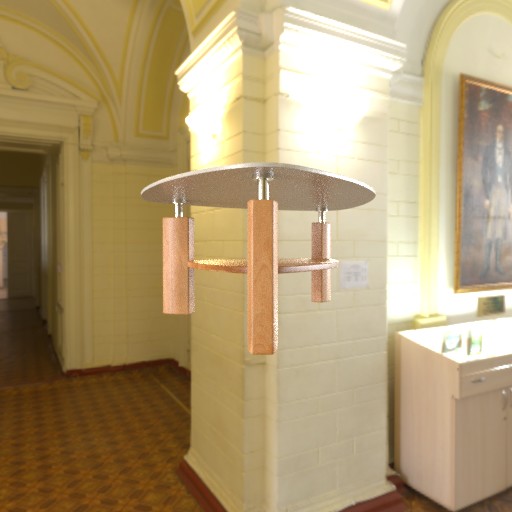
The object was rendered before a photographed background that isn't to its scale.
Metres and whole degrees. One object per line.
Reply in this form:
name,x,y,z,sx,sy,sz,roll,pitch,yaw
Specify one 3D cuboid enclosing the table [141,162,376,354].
table,0.000,0.000,1.633,0.850,0.440,1.250,0,1,17
